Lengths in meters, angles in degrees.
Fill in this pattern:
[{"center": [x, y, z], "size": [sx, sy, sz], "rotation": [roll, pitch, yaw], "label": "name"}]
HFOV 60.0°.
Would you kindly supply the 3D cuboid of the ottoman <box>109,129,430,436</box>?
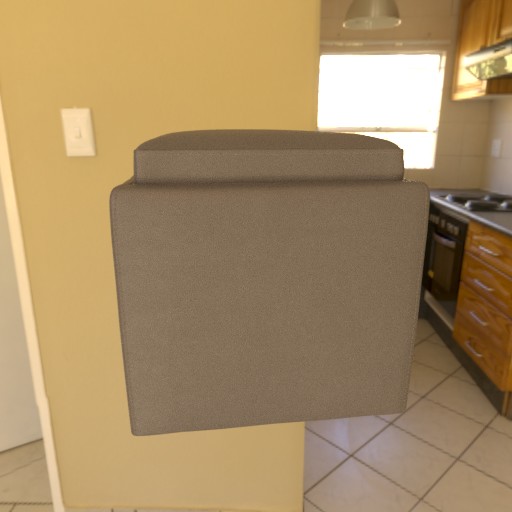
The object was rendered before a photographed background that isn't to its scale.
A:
[{"center": [0.000, 0.000, 0.837], "size": [0.450, 0.460, 0.451], "rotation": [-2, 16, -8], "label": "ottoman"}]
